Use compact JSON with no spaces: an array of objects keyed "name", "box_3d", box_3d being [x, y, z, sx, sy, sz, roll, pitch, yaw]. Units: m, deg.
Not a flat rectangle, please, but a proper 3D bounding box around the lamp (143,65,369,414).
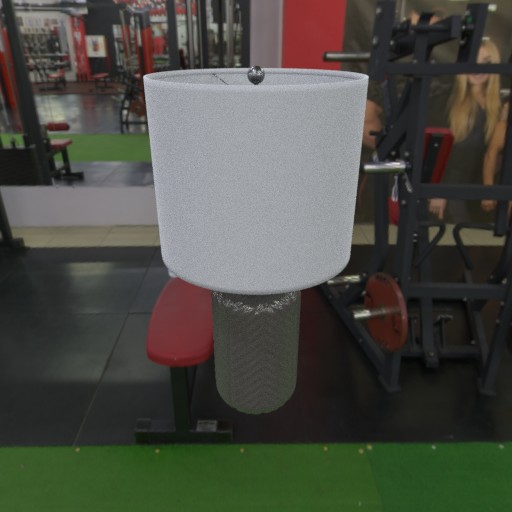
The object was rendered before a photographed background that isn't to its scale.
[{"name":"lamp","box_3d":[0.000,0.000,0.492,0.203,0.389,0.203,1,26,1]}]
